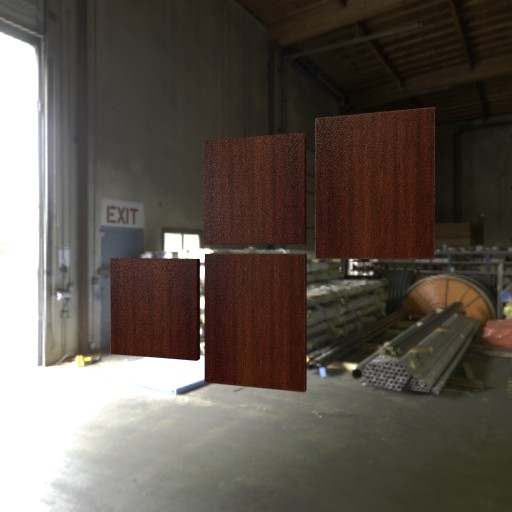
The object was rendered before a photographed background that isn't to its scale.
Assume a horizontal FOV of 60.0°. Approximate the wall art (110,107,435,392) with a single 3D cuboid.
[{"bbox_3d":[0.000,0.000,0.850,0.635,0.497,0.030,0,0,18],"label":"wall art"}]
